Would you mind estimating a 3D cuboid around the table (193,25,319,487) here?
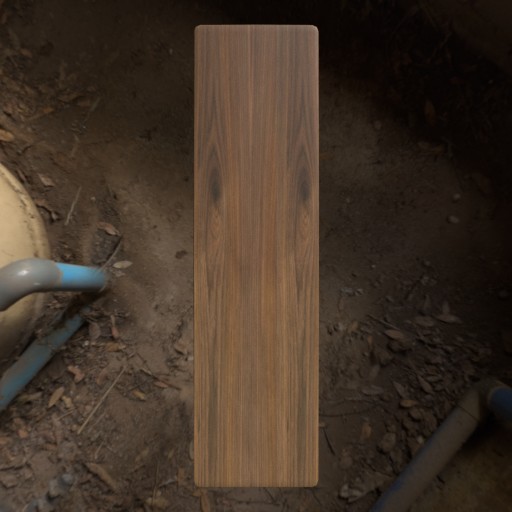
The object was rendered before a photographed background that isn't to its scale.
[{"bbox_3d":[0.000,0.000,1.920,0.425,0.834,1.570,0,90,0],"label":"table"}]
